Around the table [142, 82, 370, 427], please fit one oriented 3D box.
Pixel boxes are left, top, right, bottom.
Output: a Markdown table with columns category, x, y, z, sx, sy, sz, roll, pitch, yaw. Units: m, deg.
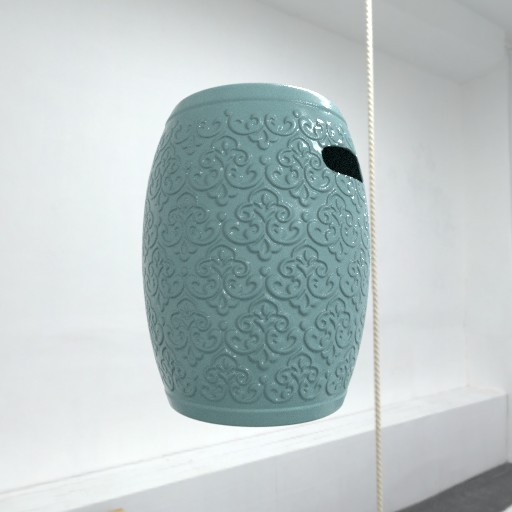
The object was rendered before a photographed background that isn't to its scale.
| category | x | y | z | sx | sy | sz | roll | pitch | yaw |
| --- | --- | --- | --- | --- | --- | --- | --- | --- | --- |
| table | 0.000 | 0.000 | 0.619 | 0.309 | 0.397 | 0.309 | 0 | -2 | 0 |
